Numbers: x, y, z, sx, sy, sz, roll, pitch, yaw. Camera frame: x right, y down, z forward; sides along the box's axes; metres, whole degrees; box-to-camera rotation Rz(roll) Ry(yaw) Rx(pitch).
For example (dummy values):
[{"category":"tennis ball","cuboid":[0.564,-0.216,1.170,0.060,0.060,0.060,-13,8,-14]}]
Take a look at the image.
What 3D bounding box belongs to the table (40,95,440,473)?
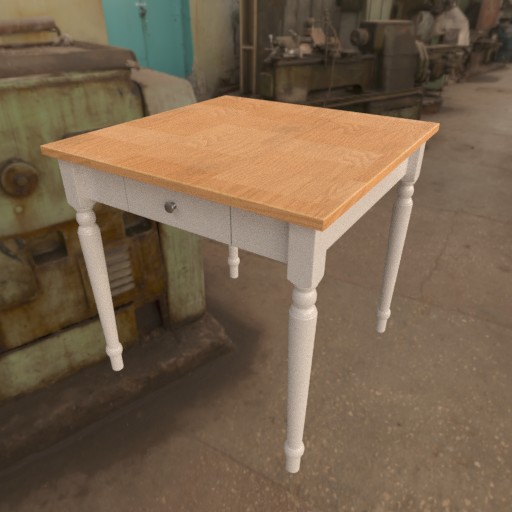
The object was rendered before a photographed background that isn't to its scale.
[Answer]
[{"category":"table","cuboid":[0.000,0.000,1.339,0.747,0.738,0.747,18,35,28]}]
